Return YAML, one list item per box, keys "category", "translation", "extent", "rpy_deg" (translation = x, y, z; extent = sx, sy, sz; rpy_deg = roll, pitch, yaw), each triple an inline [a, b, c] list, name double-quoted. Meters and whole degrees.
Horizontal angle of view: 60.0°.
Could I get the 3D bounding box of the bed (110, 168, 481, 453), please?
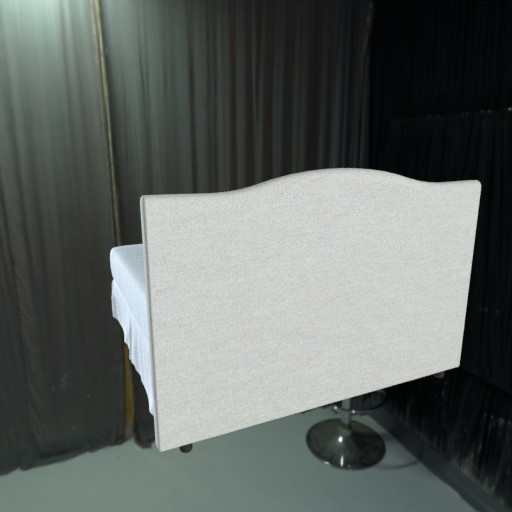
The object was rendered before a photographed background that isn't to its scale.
- category: "bed"
  translation: [0.000, 0.000, 3.411]
  extent: [2.083, 1.421, 2.182]
  rpy_deg: [-6, 15, -24]
